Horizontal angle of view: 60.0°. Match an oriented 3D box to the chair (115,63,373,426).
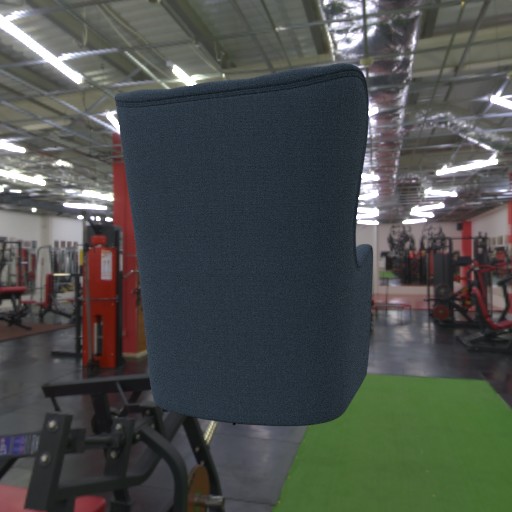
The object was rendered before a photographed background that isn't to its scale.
[{"bbox_3d":[0.000,0.000,1.640,0.831,1.079,0.930,0,-1,18],"label":"chair"}]
